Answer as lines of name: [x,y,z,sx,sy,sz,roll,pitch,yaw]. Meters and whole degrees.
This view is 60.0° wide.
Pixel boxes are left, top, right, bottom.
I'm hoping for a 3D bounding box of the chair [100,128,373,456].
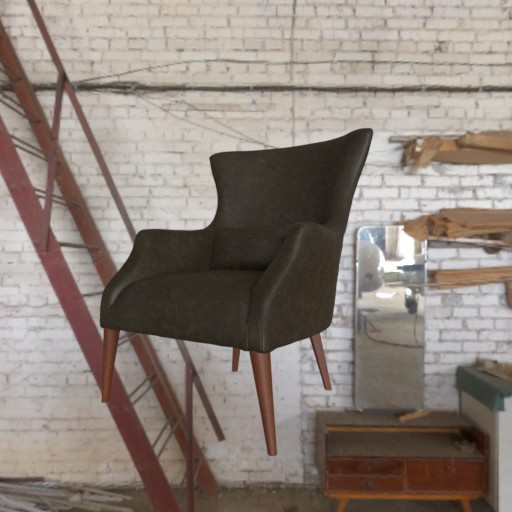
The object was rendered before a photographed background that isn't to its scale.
chair: [0.000,0.000,1.771,0.819,1.068,0.954,0,1,35]
